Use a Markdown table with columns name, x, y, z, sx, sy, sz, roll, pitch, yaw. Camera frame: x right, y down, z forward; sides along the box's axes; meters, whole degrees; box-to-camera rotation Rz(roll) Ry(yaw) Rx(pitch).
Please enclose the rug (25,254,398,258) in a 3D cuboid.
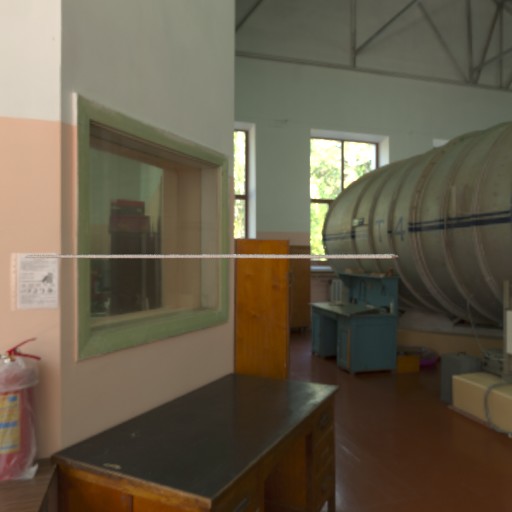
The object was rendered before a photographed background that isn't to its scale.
| name | x | y | z | sx | sy | sz | roll | pitch | yaw |
| --- | --- | --- | --- | --- | --- | --- | --- | --- | --- |
| rug | 0.000 | 0.000 | 0.904 | 0.548 | 0.006 | 0.639 | 0 | 0 | 18 |
